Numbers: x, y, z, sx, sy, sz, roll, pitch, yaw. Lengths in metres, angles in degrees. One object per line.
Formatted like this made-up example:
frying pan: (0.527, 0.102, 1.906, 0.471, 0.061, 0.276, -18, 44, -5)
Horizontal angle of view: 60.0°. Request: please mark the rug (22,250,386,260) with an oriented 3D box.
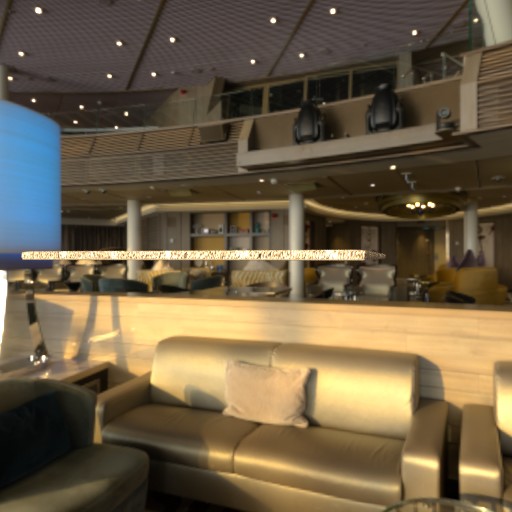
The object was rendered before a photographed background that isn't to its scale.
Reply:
rug: (0.000, 0.000, 2.258, 1.219, 0.030, 1.778, 0, 0, 18)
